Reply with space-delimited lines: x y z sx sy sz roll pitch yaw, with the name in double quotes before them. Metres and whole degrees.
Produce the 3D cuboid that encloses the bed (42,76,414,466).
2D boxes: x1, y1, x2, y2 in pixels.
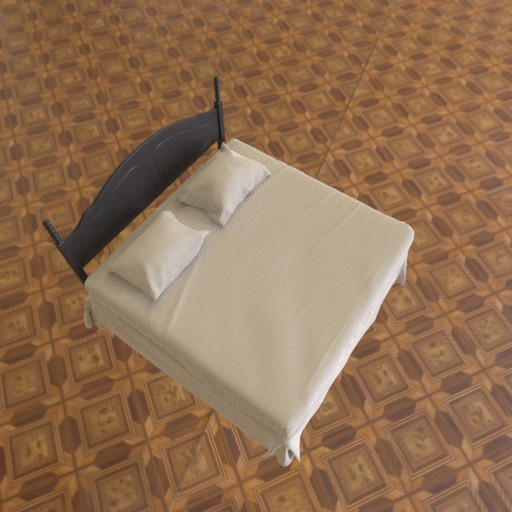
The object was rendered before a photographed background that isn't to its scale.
"bed" 0.000 0.000 3.616 2.219 1.355 2.322 31 63 18
